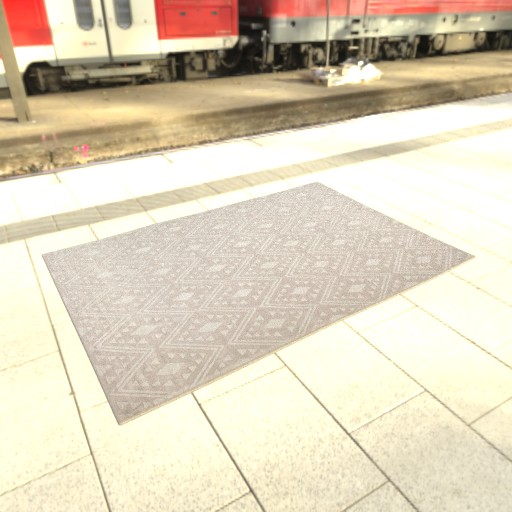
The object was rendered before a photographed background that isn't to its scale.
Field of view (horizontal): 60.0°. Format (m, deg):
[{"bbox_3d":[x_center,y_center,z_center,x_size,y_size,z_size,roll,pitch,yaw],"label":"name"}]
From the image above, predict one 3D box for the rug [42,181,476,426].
[{"bbox_3d":[0.000,0.000,2.255,1.829,0.034,1.252,-18,35,-28],"label":"rug"}]
